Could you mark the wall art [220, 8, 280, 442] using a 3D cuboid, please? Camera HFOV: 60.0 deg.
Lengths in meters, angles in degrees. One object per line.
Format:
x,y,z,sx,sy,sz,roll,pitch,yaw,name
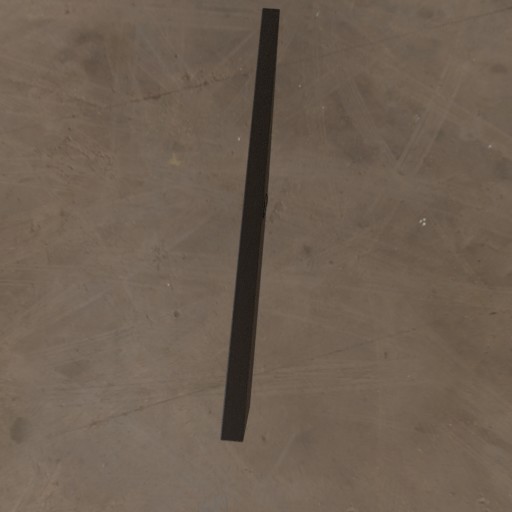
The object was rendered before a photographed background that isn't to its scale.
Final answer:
0.000,0.000,1.166,0.043,0.807,0.805,5,75,1,wall art
